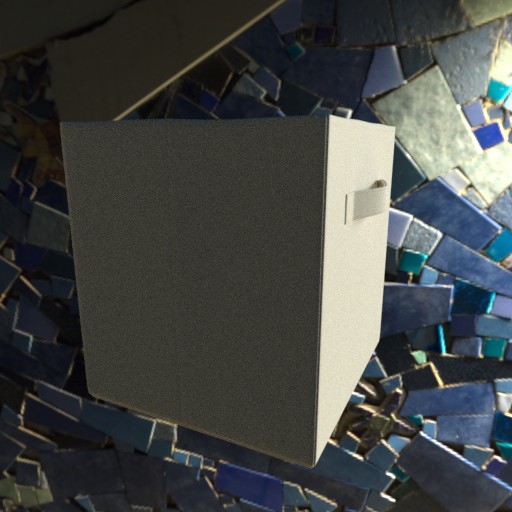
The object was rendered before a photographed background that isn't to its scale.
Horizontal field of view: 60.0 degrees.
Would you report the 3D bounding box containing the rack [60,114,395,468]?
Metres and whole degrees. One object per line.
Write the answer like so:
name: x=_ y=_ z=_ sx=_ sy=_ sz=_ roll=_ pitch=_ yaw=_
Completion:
rack: x=0.000 y=0.000 z=0.491 sx=0.270 sy=0.280 sz=0.270 roll=7 pitch=16 yaw=25
